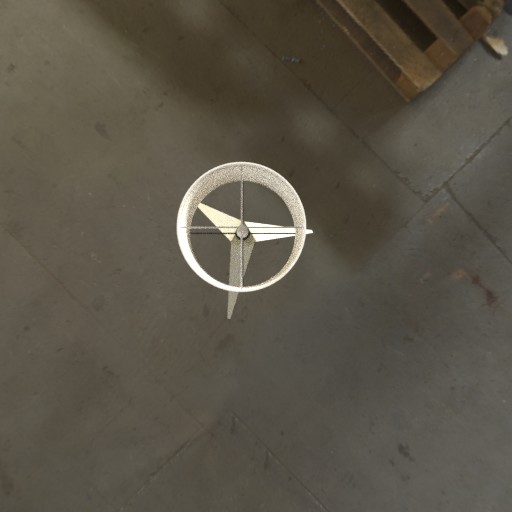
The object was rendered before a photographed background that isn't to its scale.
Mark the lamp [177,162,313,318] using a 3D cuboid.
[{"bbox_3d":[0.000,0.000,1.944,0.724,1.524,0.716,0,88,-1],"label":"lamp"}]
